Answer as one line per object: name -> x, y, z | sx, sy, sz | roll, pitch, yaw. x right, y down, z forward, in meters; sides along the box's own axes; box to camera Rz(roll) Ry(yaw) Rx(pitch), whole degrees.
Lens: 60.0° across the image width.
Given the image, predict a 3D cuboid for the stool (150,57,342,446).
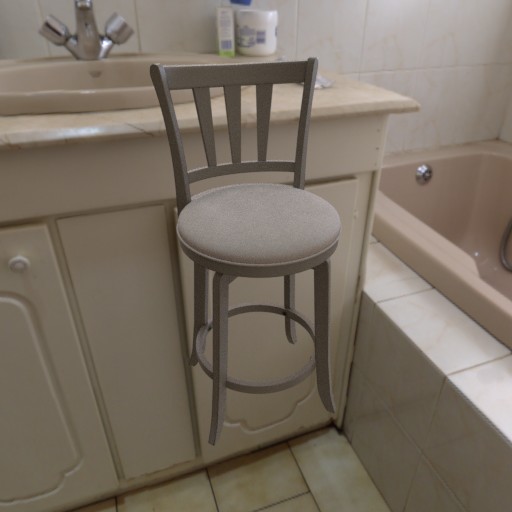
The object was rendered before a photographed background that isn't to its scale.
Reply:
stool -> 0.000, 0.000, 1.266 | 0.450, 0.994, 0.486 | -9, 32, -15
